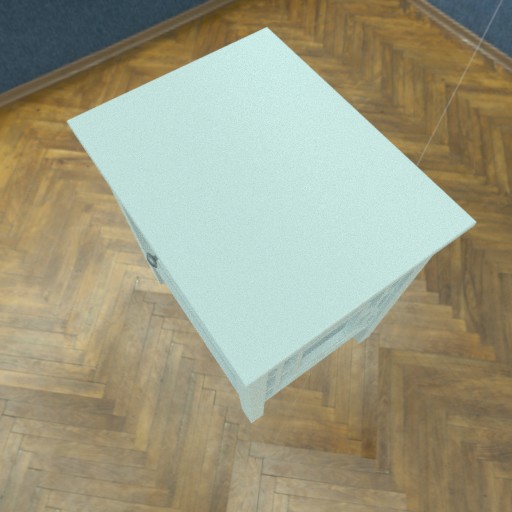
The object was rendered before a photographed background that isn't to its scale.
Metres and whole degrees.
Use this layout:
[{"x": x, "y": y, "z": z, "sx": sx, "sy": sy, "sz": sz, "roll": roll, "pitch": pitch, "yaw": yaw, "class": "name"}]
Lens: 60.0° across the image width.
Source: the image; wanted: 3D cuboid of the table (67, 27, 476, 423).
[{"x": 0.000, "y": 0.000, "z": 1.026, "sx": 0.451, "sy": 0.646, "sz": 0.564, "roll": -32, "pitch": 68, "yaw": -15, "class": "table"}]
